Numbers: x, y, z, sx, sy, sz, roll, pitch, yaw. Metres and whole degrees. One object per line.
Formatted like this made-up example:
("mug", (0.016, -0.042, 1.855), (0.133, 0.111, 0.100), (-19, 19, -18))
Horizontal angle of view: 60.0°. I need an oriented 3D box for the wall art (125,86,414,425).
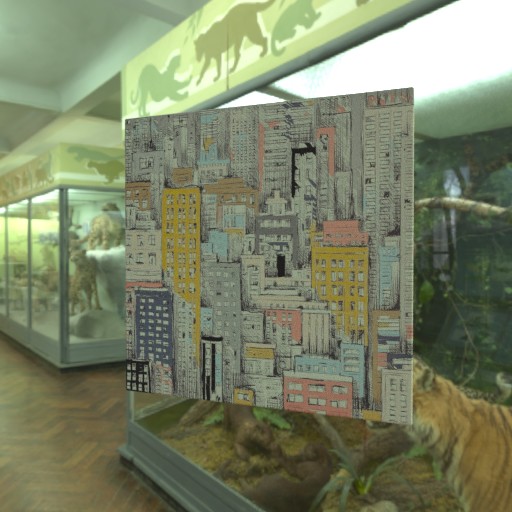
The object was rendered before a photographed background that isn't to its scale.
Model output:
("wall art", (0.000, 0.000, 1.138), (0.761, 0.762, 0.048), (0, 1, 19))
